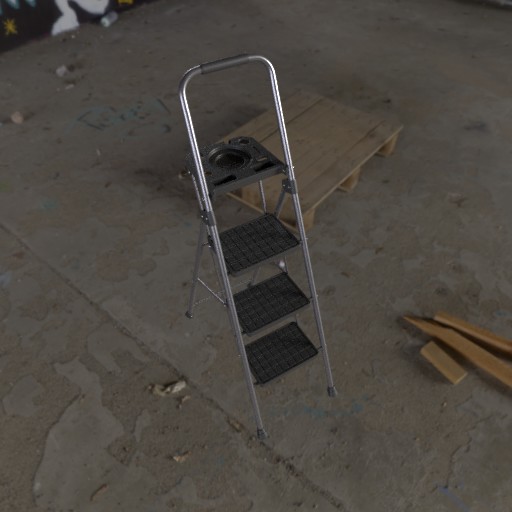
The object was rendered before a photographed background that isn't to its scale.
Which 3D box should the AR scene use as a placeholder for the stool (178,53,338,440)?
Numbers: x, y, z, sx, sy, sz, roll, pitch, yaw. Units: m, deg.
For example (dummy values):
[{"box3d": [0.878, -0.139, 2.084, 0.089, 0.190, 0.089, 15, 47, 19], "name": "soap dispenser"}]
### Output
[{"box3d": [0.000, 0.000, 1.590, 0.396, 1.277, 0.733, -23, 51, -21], "name": "stool"}]
